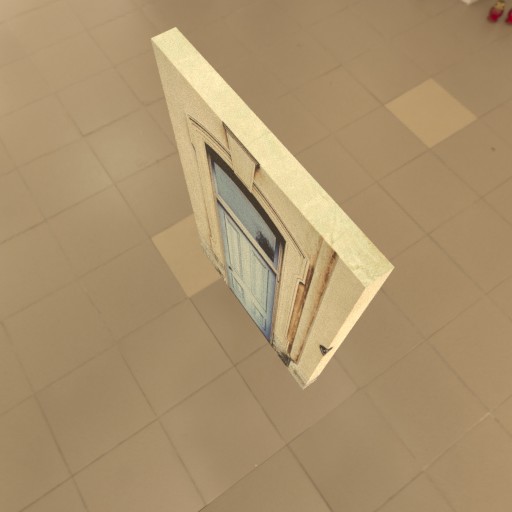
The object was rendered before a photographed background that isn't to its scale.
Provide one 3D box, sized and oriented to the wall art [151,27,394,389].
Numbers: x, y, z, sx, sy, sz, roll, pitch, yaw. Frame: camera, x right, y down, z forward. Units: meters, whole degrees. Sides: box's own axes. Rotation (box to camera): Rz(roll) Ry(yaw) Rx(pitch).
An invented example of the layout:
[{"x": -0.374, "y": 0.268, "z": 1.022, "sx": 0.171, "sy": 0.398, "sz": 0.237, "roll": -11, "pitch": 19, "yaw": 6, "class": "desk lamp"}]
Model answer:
[{"x": 0.000, "y": 0.000, "z": 0.757, "sx": 0.036, "sy": 0.607, "sz": 0.403, "roll": -32, "pitch": 69, "yaw": -14, "class": "wall art"}]
